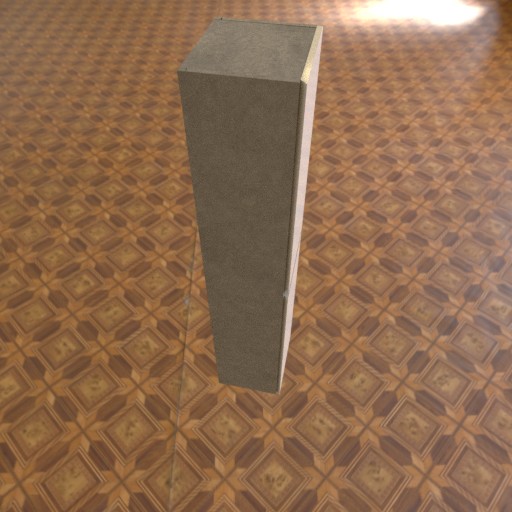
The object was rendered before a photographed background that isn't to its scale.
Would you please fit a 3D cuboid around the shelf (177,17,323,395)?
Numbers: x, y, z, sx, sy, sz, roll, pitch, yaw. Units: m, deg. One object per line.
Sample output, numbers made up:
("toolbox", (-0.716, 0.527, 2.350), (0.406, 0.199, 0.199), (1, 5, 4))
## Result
("shelf", (0.000, 0.000, 1.512), (0.270, 1.400, 0.300), (9, 48, 8))
